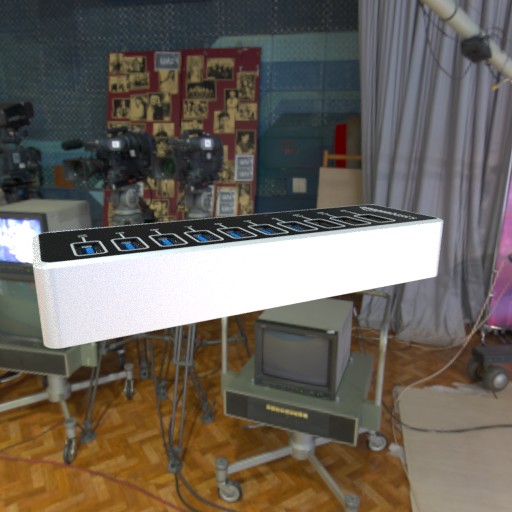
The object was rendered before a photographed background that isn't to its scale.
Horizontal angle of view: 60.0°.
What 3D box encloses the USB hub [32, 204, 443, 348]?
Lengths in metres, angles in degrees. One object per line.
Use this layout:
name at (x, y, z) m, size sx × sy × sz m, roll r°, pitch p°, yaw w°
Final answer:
USB hub at (0.000, 0.000, 0.162) m, size 0.145 × 0.023 × 0.044 m, roll -8°, pitch 17°, yaw -25°
